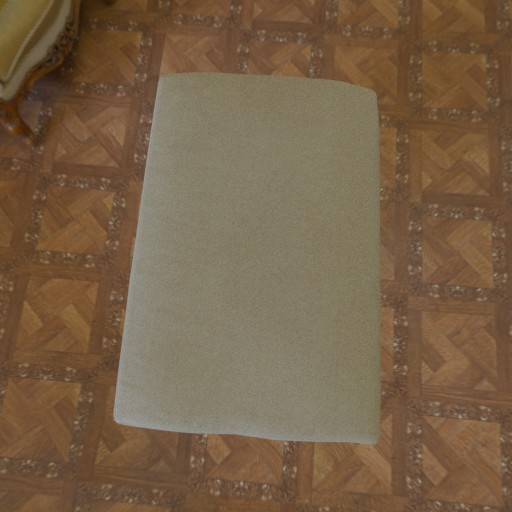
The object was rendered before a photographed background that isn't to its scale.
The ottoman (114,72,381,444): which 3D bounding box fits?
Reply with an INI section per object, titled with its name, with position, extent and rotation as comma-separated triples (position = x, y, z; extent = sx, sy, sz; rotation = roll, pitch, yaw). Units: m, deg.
[ottoman]
position = 0.000, 0.000, 1.176
extent = 0.590, 0.444, 0.872
rotation = 4, 76, 1
